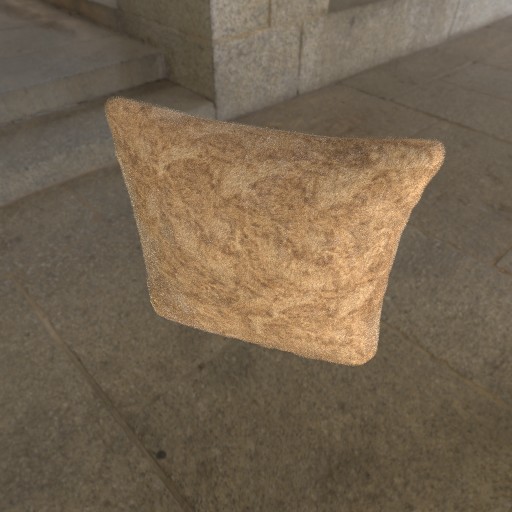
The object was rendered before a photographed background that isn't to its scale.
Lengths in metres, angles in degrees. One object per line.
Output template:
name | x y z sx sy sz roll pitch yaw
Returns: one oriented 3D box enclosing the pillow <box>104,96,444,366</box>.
pillow | 0.000 0.000 0.817 0.538 0.525 0.216 12 43 13
